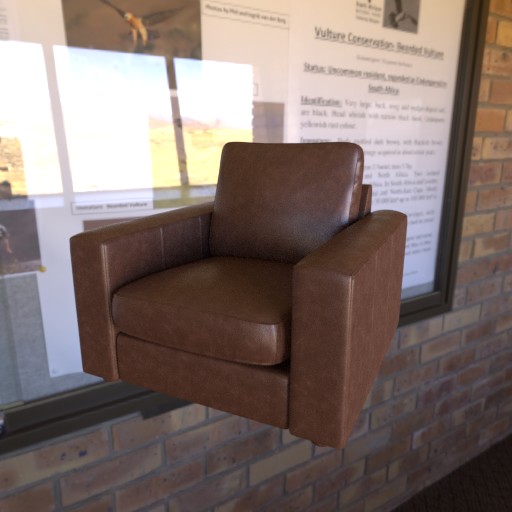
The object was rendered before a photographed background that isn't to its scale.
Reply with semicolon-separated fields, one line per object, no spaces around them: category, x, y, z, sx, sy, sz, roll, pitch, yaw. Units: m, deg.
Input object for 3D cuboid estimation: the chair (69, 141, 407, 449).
chair;0.000;0.000;1.752;1.005;0.873;1.016;7;16;25
